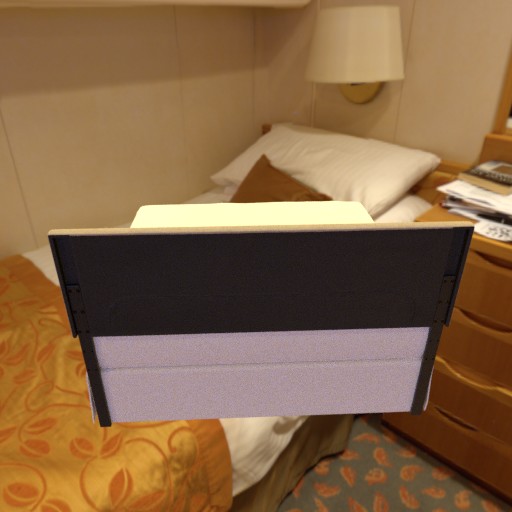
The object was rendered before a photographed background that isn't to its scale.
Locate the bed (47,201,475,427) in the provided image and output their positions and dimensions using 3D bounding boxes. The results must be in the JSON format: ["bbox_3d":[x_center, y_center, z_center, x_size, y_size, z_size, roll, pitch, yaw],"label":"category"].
[{"bbox_3d":[0.000,0.000,3.299,2.170,1.346,1.914,-1,29,-2],"label":"bed"}]
